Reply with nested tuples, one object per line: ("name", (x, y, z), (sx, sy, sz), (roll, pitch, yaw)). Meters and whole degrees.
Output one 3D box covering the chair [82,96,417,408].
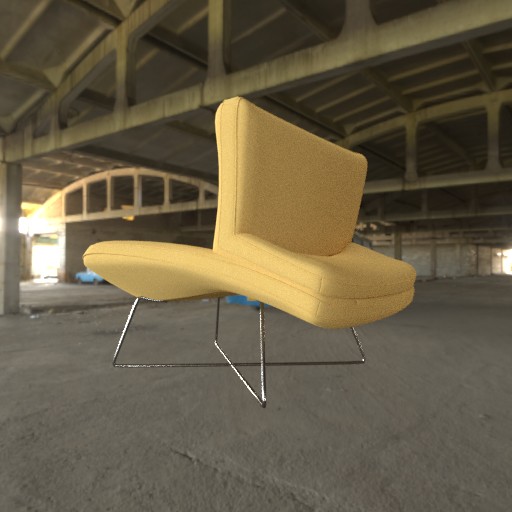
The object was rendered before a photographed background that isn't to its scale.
("chair", (0.000, 0.000, 1.663), (1.008, 0.855, 0.859), (-1, -1, 37))
